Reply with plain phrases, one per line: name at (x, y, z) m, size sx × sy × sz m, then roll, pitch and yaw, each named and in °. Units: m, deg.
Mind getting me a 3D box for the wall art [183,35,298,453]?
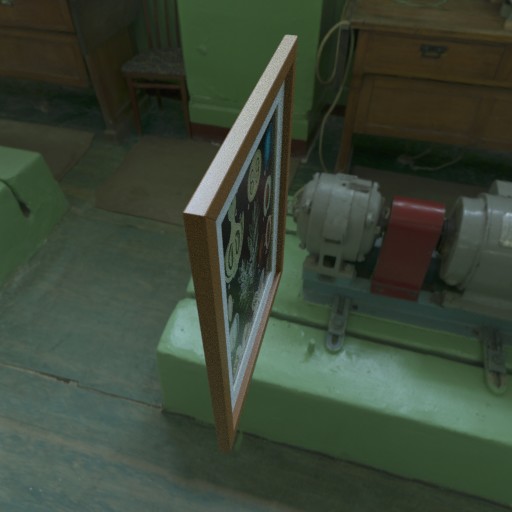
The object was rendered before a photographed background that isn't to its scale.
wall art at (0.000, 0.000, 0.742) m, size 0.021 × 0.550 × 0.449 m, roll 10°, pitch 47°, yaw 10°
